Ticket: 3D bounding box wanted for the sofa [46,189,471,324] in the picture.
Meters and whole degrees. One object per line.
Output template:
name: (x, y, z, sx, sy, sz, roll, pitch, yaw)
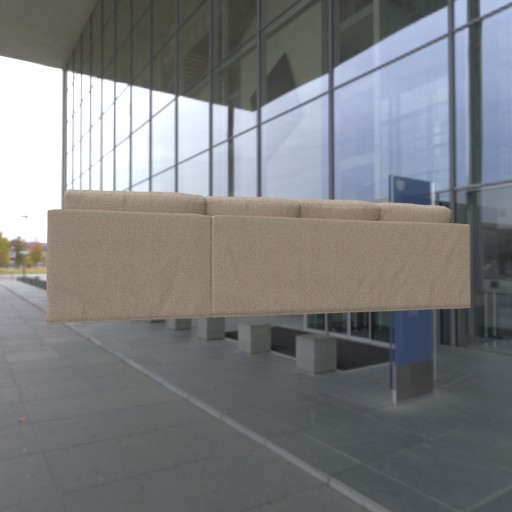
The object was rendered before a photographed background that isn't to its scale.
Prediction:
sofa: (0.000, 0.000, 3.898, 3.177, 0.867, 1.622, 0, -1, -18)
